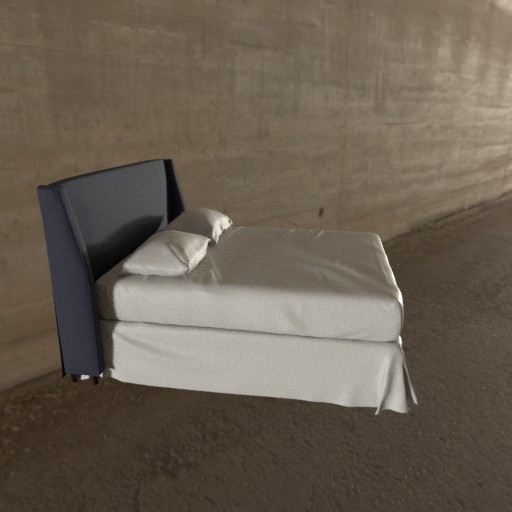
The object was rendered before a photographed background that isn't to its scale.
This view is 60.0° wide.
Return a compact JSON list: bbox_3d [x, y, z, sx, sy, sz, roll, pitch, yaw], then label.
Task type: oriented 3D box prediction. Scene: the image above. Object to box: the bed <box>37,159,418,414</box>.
[{"bbox_3d":[0.000,0.000,3.447,2.276,1.332,1.925,3,18,10],"label":"bed"}]
